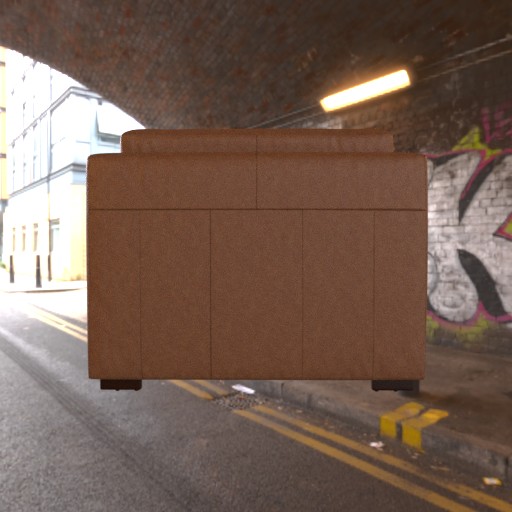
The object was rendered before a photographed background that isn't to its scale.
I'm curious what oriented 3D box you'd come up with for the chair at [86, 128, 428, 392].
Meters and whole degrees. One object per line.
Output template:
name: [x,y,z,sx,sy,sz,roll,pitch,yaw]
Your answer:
chair: [0.000,0.000,2.038,1.276,0.978,1.050,0,1,0]
